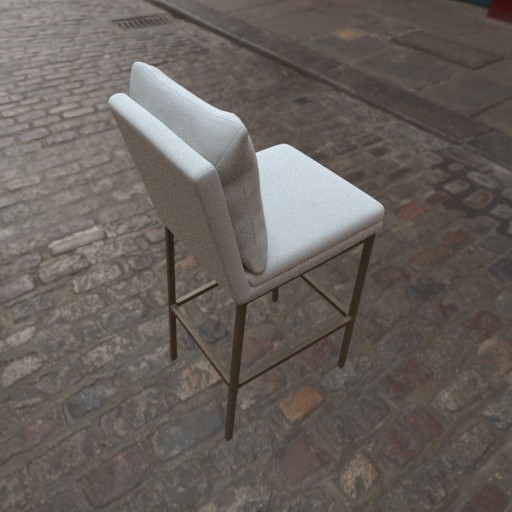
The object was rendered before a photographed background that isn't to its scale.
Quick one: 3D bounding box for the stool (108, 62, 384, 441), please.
[{"bbox_3d":[0.000,0.000,1.370,0.572,1.125,0.463,-26,48,-26],"label":"stool"}]
